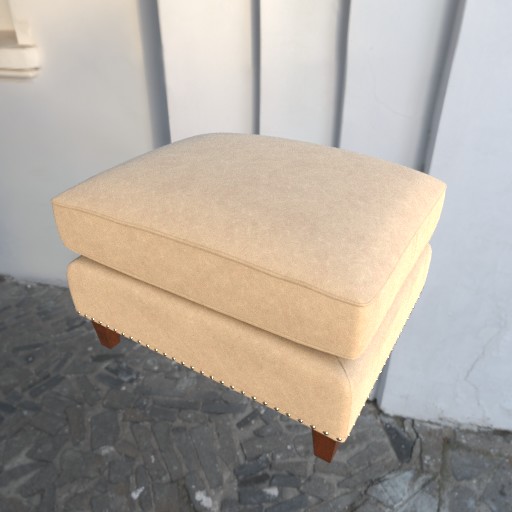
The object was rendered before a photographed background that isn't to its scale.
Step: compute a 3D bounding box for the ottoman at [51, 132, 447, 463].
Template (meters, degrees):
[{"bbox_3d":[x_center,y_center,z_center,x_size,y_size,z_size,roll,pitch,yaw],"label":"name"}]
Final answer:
[{"bbox_3d":[0.000,0.000,1.107,0.741,0.513,0.584,18,36,27],"label":"ottoman"}]
